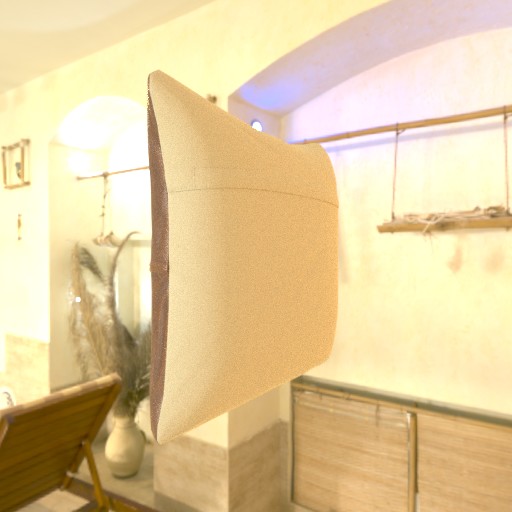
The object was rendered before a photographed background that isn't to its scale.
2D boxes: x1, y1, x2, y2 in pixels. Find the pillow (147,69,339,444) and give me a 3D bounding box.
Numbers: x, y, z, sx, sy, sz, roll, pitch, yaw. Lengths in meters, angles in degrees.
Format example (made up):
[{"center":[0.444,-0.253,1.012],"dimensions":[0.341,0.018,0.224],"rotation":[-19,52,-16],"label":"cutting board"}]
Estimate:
[{"center":[0.000,0.000,0.746],"dimensions":[0.192,0.470,0.484],"rotation":[1,1,34],"label":"pillow"}]
